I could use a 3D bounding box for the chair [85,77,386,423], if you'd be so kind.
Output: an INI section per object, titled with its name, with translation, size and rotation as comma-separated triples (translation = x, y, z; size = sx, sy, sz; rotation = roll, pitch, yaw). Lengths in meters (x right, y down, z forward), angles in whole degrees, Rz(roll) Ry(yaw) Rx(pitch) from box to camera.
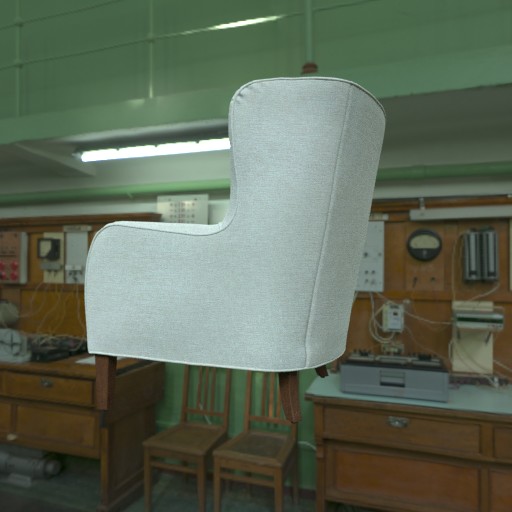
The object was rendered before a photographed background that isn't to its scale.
[chair]
translation = 0.000, 0.000, 1.709
size = 0.966, 1.040, 0.838
rotation = 0, 0, 18
